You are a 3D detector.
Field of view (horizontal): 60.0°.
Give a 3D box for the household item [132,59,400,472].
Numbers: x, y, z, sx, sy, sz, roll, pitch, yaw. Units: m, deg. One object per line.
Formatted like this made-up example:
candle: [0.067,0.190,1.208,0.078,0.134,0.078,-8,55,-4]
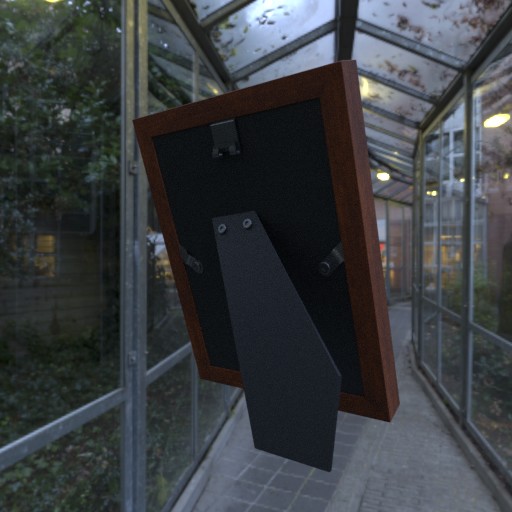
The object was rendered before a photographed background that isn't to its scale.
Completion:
household item: [0.000,0.000,0.294,0.160,0.204,0.096,0,0,37]
